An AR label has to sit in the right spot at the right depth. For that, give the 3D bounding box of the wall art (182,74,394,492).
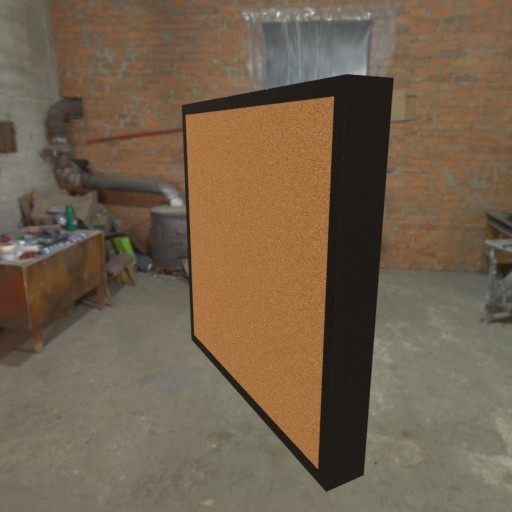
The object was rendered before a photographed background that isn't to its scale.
[{"bbox_3d":[0.000,0.000,0.444,0.038,0.304,0.305,-8,17,-27],"label":"wall art"}]
